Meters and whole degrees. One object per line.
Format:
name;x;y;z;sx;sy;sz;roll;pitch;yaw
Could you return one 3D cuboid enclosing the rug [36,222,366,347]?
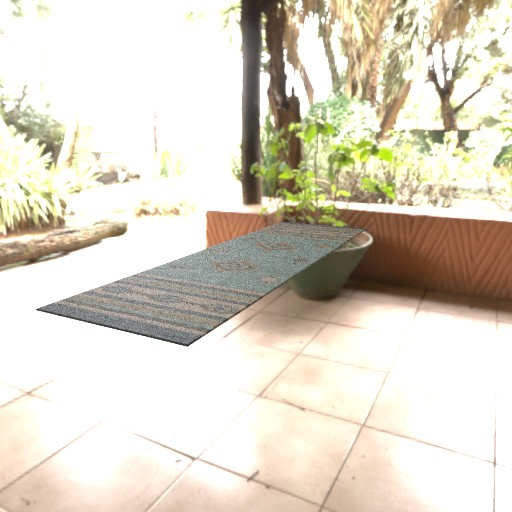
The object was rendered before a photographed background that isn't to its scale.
rug;0.000;0.000;2.676;0.744;0.010;2.441;7;15;26
